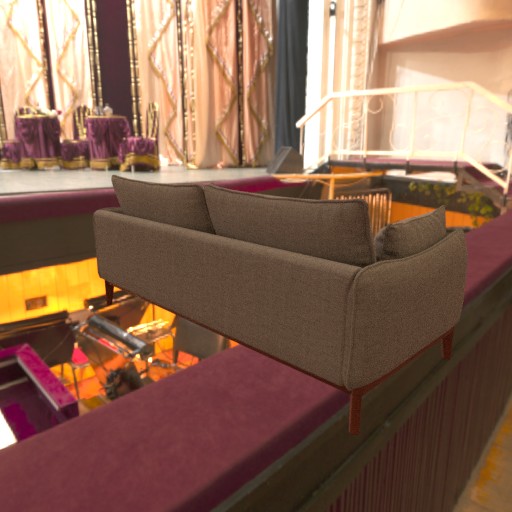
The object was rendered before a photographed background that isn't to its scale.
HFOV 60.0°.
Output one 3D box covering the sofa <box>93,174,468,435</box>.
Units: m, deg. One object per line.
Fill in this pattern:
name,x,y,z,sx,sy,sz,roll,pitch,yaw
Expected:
sofa,0.000,0.000,2.447,0.972,0.851,1.989,-14,20,-43
